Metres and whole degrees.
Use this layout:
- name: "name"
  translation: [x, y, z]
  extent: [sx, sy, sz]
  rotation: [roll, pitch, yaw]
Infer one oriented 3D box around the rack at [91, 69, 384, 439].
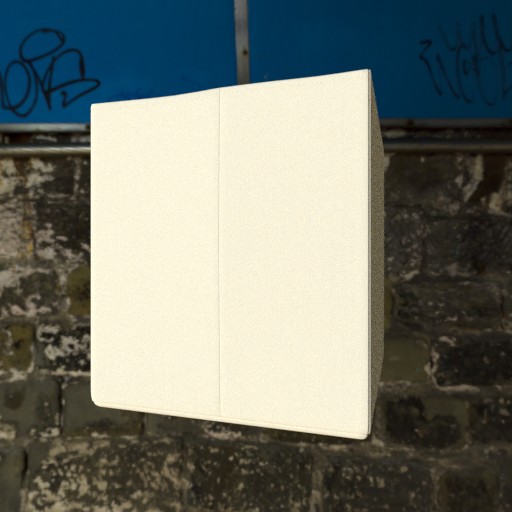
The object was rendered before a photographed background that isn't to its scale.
- name: "rack"
  translation: [0.000, 0.000, 0.497]
  extent: [0.270, 0.280, 0.270]
  rotation: [0, 0, 18]
